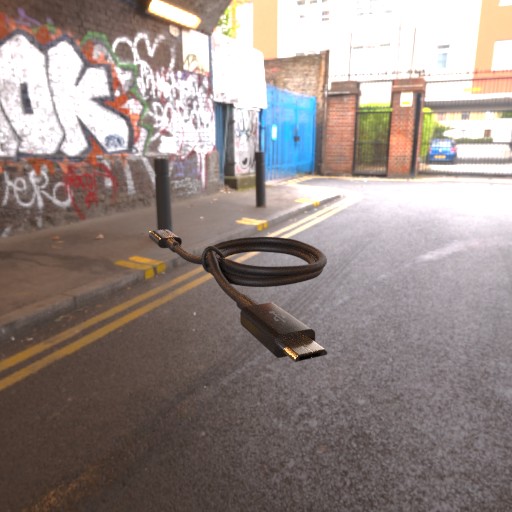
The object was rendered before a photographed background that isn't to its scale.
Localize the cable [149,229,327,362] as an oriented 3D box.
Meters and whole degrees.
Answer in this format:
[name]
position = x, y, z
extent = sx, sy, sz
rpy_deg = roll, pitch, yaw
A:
[cable]
position = 0.000, 0.000, 0.218
extent = 0.070, 0.014, 0.192
rpy_deg = -7, 16, -24
